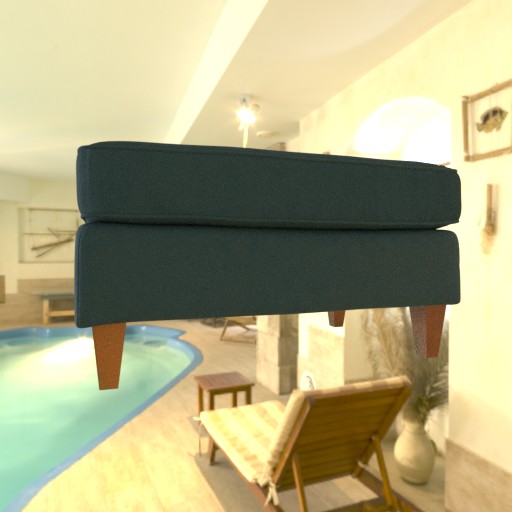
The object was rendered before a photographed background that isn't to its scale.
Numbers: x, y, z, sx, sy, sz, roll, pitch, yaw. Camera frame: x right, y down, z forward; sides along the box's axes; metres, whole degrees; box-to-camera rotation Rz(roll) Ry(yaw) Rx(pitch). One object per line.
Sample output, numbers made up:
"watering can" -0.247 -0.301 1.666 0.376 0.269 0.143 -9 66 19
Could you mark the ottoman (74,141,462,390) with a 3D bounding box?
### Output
"ottoman" 0.000 0.000 1.166 0.862 0.484 0.583 0 1 -19
